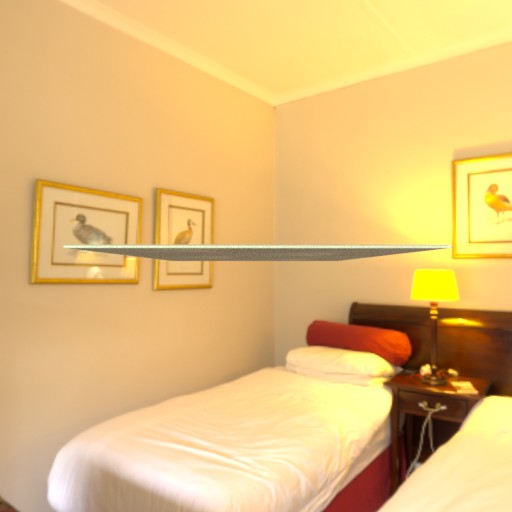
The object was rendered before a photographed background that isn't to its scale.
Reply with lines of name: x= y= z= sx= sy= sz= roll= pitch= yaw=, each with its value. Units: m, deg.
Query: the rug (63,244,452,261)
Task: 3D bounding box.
rug: x=0.000 y=0.000 z=3.436 sx=1.819 sy=0.018 sz=2.746 roll=0 pitch=-2 yaw=0
